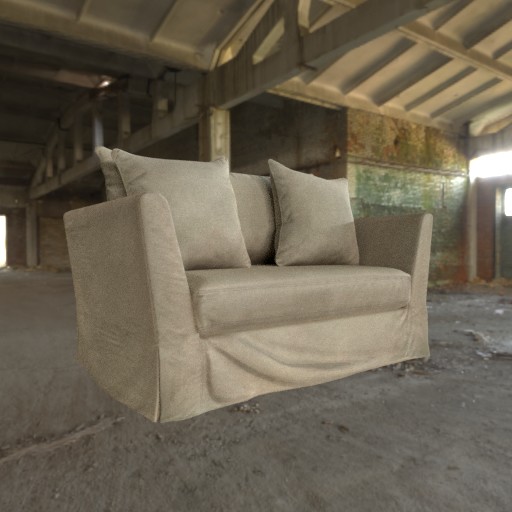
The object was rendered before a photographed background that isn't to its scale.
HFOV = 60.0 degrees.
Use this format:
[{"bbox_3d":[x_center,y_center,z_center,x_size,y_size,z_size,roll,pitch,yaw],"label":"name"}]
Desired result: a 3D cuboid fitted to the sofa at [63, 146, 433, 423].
[{"bbox_3d":[0.000,0.000,2.232,1.608,1.040,1.035,-1,2,-36],"label":"sofa"}]
